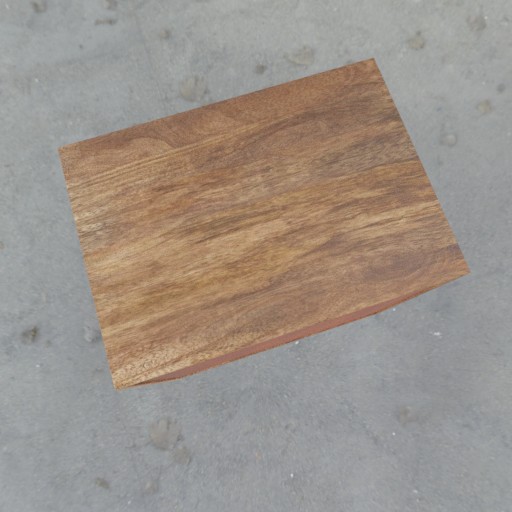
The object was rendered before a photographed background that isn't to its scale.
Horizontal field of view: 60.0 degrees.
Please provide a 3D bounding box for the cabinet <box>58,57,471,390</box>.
[{"bbox_3d":[0.000,0.000,1.182,0.647,0.758,0.473,-17,77,-4],"label":"cabinet"}]
